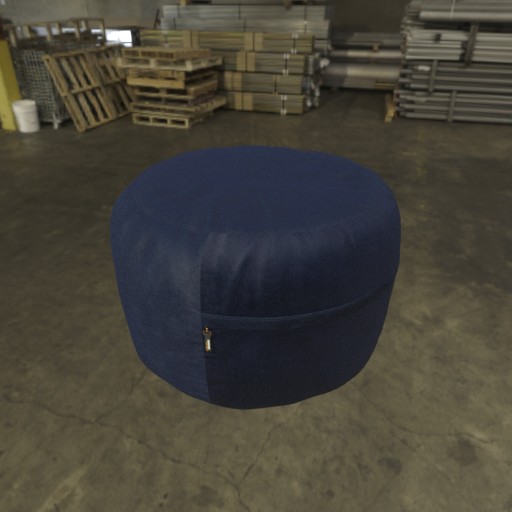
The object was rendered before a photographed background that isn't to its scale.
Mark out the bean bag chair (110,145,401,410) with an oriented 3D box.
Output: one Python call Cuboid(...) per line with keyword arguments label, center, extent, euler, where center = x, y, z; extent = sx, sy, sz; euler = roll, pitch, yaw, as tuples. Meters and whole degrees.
Cuboid(label="bean bag chair", center=(0.000, 0.000, 1.996), extent=(1.219, 0.762, 1.219), euler=(0, 30, 0))
